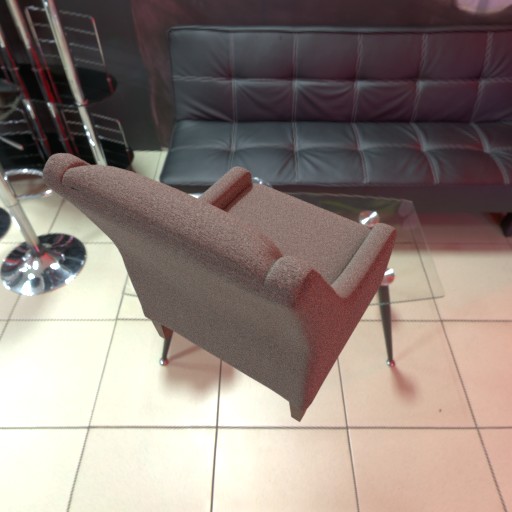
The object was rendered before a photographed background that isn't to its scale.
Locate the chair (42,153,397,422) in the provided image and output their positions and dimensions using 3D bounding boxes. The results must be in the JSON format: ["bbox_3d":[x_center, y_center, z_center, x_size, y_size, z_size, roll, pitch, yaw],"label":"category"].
[{"bbox_3d":[0.000,0.000,1.570,0.774,1.016,0.870,25,52,22],"label":"chair"}]
